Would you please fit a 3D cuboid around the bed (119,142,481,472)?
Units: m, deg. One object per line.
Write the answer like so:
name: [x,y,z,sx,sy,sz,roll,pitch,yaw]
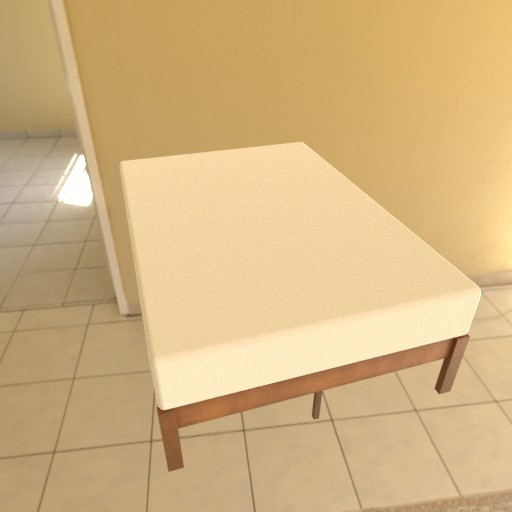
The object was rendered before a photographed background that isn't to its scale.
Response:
bed: [0.000,0.000,2.557,1.348,0.616,1.927,-10,34,-15]
